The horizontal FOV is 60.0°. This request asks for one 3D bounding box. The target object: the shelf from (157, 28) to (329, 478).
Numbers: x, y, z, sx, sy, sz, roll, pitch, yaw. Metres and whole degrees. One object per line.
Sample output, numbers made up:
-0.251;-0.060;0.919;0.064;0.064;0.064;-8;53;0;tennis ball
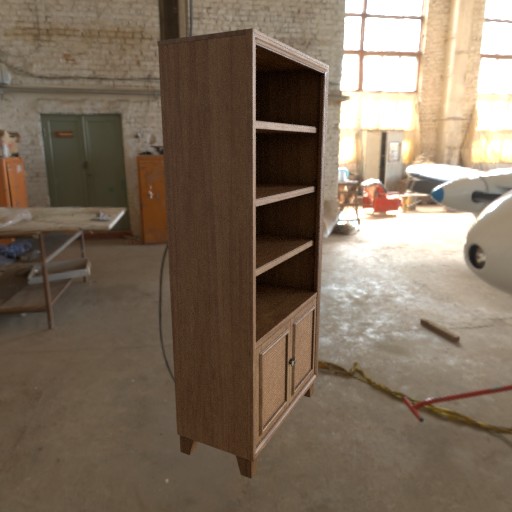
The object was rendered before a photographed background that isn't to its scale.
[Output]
0.000;0.000;2.296;0.453;1.930;0.864;7;16;27;shelf
